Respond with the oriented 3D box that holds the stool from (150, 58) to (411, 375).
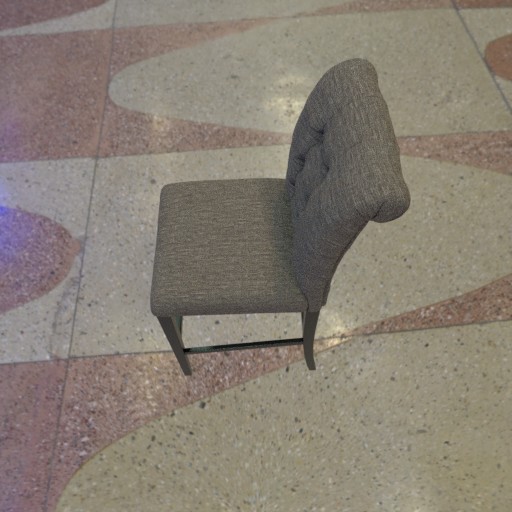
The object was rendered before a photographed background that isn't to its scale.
[{"bbox_3d":[0.000,0.000,1.426,0.613,1.131,0.452,-2,59,-1],"label":"stool"}]
